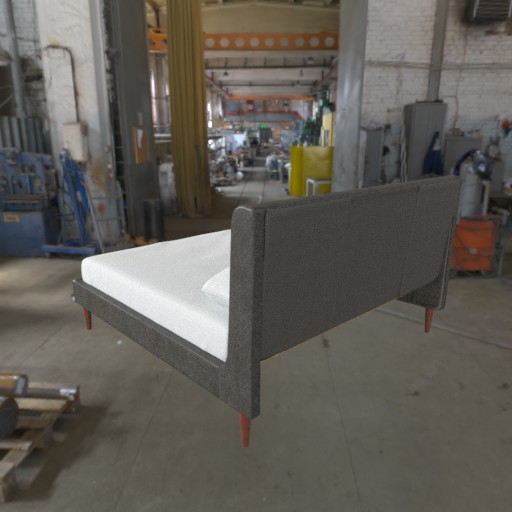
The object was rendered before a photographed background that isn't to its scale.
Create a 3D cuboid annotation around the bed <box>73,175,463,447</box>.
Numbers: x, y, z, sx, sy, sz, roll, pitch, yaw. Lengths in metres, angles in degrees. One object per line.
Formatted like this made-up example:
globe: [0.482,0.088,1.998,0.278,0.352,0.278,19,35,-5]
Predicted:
bed: [0.000,0.000,3.179,1.903,1.158,2.031,-14,21,-41]
